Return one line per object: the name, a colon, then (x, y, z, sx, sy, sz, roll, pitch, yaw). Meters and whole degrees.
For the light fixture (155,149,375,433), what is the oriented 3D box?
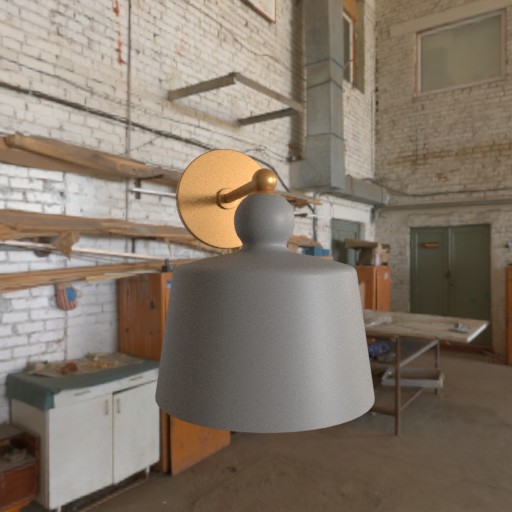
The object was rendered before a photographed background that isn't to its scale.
light fixture: (0.000, 0.000, 0.448, 0.204, 0.268, 0.254, 0, 0, -18)
